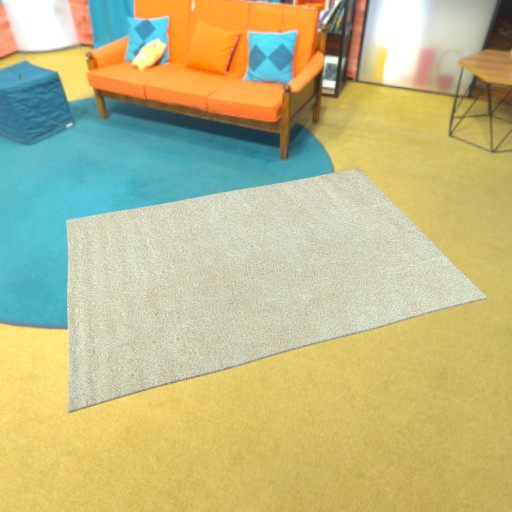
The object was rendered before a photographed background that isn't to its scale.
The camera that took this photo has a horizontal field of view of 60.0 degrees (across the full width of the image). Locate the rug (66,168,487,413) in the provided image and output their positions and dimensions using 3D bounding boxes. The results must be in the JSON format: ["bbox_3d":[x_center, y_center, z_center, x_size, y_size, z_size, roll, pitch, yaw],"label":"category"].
[{"bbox_3d":[0.000,0.000,3.327,2.699,0.025,1.800,-12,43,-14],"label":"rug"}]
